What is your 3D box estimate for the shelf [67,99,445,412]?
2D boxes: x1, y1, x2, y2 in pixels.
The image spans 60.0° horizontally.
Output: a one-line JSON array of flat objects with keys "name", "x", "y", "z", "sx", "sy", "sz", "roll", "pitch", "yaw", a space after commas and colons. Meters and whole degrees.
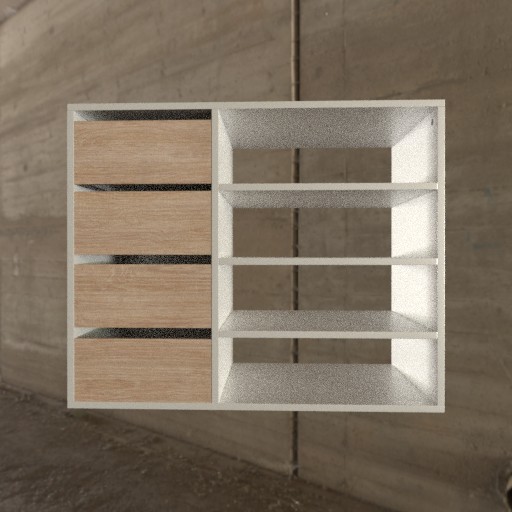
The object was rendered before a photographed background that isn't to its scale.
[{"name": "shelf", "x": 0.000, "y": 0.000, "z": 1.248, "sx": 0.895, "sy": 0.732, "sz": 0.396, "roll": 0, "pitch": 0, "yaw": 2}]
